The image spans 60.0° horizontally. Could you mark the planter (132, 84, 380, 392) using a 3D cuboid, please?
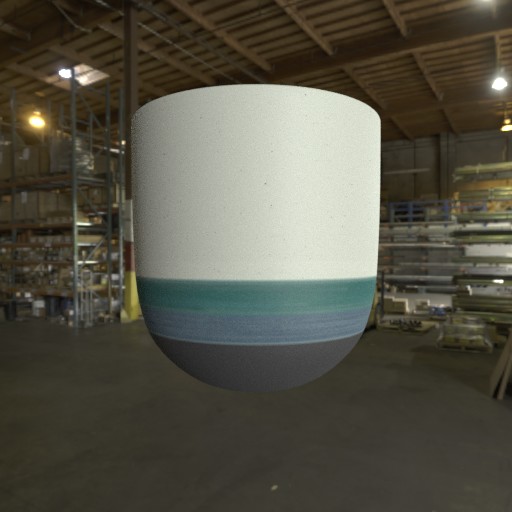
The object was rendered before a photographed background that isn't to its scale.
[{"bbox_3d":[0.000,0.000,0.377,0.204,0.214,0.204,0,0,0],"label":"planter"}]
